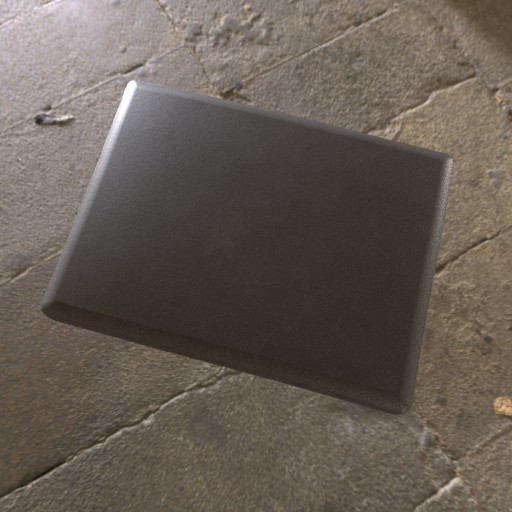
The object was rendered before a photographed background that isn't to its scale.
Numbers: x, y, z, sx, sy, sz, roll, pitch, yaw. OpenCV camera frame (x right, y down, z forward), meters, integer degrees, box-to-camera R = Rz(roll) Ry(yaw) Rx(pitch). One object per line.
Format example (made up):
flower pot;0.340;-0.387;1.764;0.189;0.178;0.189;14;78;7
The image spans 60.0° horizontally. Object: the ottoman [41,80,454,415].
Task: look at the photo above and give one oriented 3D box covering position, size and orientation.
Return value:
ottoman;0.000;0.000;1.167;0.795;0.498;0.590;15;76;4
